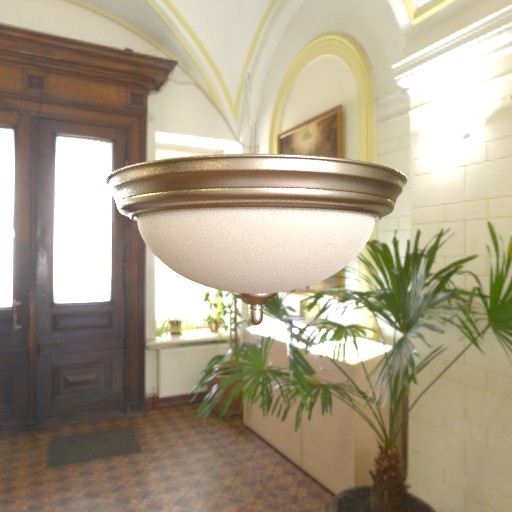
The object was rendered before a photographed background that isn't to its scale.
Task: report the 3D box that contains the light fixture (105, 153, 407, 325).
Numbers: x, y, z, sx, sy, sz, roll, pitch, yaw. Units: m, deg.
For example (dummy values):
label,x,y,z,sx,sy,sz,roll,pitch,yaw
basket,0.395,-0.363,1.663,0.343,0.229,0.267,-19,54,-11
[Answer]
label,x,y,z,sx,sy,sz,roll,pitch,yaw
light fixture,0.000,0.000,0.432,0.280,0.135,0.280,0,0,0
